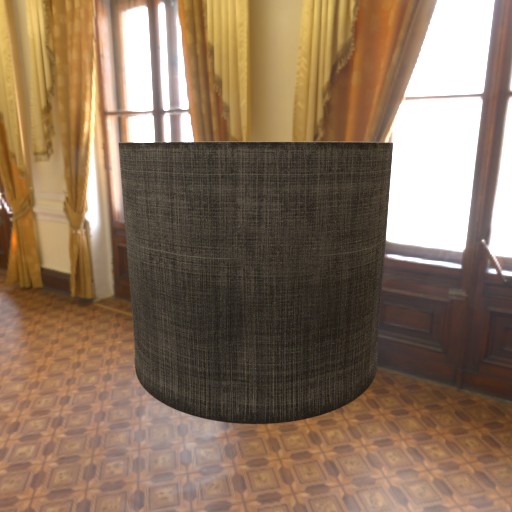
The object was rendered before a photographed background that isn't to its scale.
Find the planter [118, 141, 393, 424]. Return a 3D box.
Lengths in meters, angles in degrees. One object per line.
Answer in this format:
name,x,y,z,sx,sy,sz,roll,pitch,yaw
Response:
planter,0.000,0.000,0.318,0.178,0.157,0.178,0,14,0
